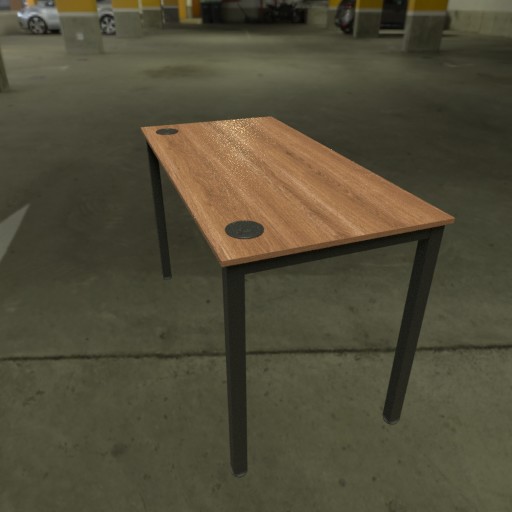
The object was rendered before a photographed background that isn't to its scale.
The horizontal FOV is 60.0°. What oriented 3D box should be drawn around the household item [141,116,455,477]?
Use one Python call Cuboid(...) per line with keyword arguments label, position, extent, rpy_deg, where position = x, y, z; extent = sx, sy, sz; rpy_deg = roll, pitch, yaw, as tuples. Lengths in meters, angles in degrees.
Cuboid(label="household item", position=(0.000, 0.000, 1.674), extent=(0.600, 0.750, 1.200), rpy_deg=(-11, 31, -18))
